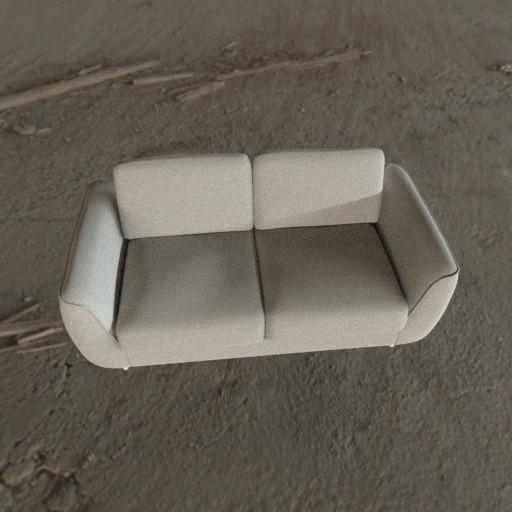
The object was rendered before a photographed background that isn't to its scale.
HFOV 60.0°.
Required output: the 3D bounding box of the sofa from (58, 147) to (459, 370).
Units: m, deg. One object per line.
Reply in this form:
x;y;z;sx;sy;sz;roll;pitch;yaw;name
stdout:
0.000;0.000;2.222;1.700;0.850;0.920;-4;46;-4;sofa
